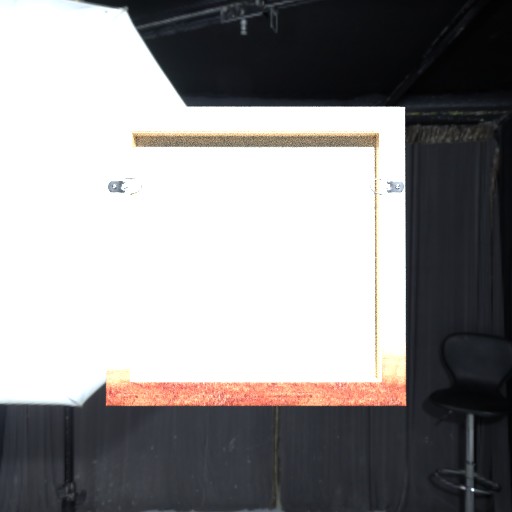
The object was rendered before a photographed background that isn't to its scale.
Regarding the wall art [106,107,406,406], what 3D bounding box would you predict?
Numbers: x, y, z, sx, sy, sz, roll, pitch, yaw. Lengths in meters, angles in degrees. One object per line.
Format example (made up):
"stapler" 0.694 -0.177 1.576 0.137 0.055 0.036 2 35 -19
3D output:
"wall art" 0.000 0.000 1.142 0.760 0.760 0.042 0 -1 0
